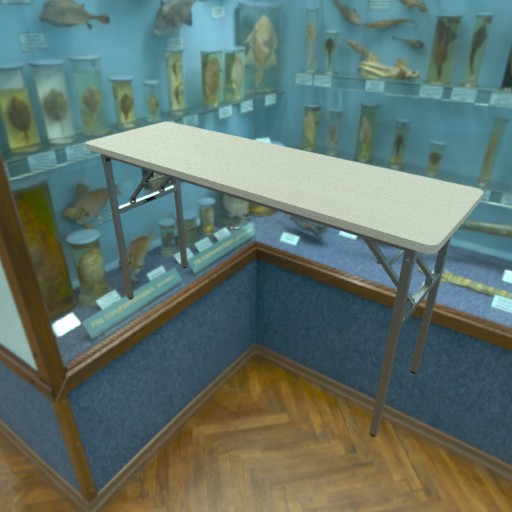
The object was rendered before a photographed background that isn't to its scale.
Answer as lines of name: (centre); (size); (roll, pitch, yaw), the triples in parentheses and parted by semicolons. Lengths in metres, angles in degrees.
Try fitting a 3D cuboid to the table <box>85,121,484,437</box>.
table: (0.000, 0.000, 1.730); (1.397, 0.750, 0.446); (21, 36, 32)
